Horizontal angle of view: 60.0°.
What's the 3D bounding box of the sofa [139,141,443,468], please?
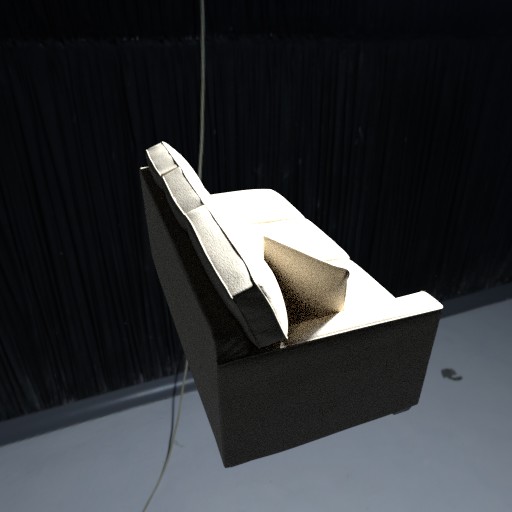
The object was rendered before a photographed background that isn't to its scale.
[{"bbox_3d":[0.000,0.000,2.602,1.034,0.946,1.962,-10,31,-18],"label":"sofa"}]
